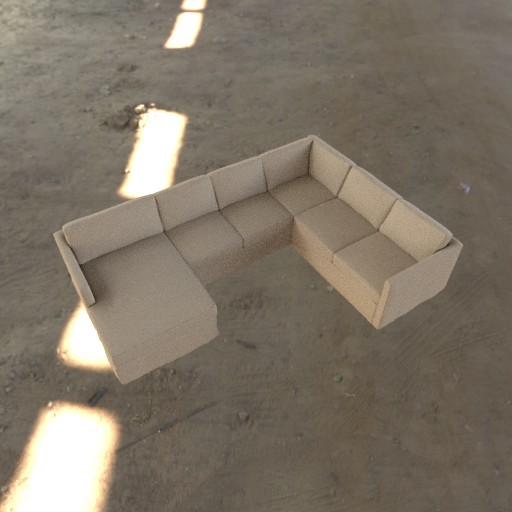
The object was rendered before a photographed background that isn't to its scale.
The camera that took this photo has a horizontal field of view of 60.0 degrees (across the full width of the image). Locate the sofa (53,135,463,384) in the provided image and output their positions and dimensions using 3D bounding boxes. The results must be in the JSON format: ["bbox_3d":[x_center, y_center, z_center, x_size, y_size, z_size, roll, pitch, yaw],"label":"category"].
[{"bbox_3d":[0.000,0.000,4.730,3.528,0.878,2.476,-25,51,-22],"label":"sofa"}]
